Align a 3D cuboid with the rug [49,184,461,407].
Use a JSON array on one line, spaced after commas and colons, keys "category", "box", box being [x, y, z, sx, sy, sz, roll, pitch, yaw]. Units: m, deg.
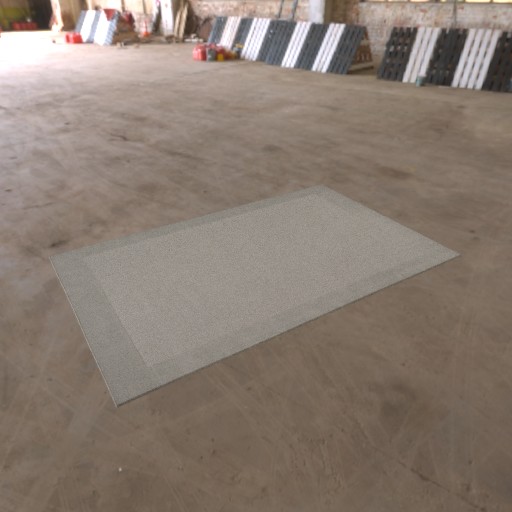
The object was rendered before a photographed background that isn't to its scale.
[{"category": "rug", "box": [0.000, 0.000, 3.081, 2.438, 0.014, 1.524, -18, 36, -27]}]
